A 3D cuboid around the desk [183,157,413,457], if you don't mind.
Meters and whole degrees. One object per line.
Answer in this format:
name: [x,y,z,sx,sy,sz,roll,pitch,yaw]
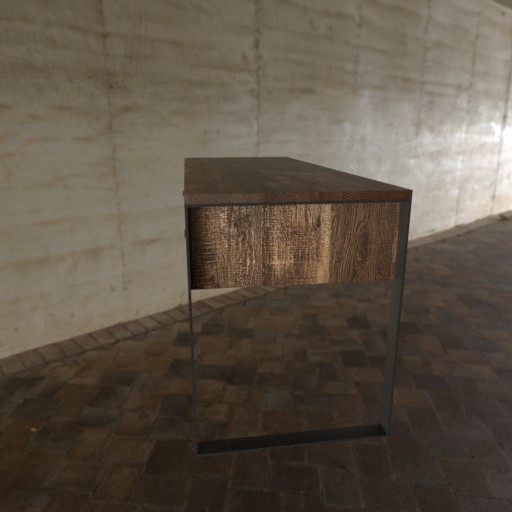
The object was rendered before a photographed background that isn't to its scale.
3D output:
desk: [0.000,0.000,1.948,0.599,0.762,1.524,-2,16,-8]
